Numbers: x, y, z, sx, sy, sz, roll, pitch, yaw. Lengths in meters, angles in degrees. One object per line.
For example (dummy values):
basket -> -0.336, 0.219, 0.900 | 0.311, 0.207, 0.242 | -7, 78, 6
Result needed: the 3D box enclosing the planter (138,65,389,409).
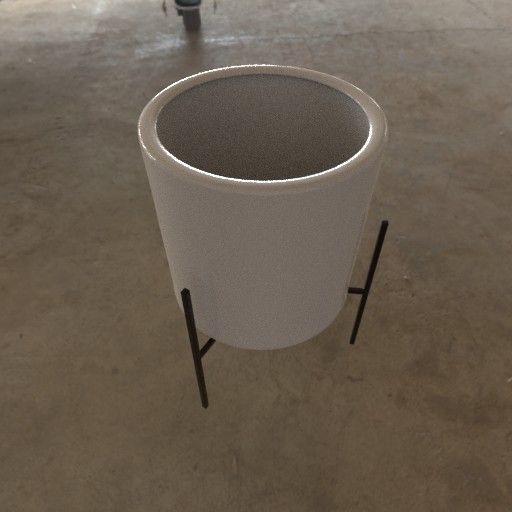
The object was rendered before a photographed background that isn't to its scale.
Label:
planter -> 0.000, 0.000, 0.644 | 0.307, 0.431, 0.308 | 25, 51, 22
